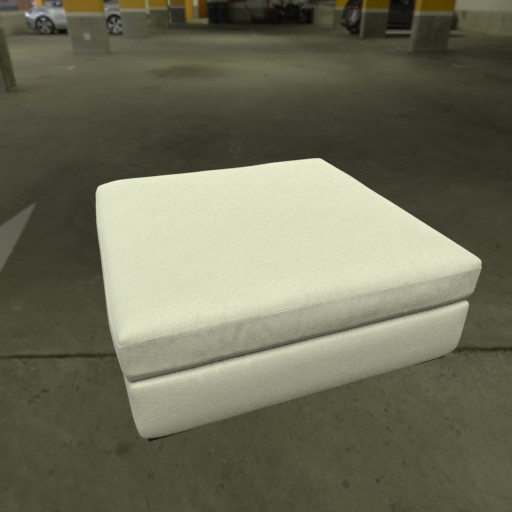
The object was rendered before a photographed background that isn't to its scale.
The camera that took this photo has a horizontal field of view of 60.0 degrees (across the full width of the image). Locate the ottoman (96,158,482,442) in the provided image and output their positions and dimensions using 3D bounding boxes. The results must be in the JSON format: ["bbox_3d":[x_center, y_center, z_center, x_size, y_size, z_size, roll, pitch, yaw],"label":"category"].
[{"bbox_3d":[0.000,0.000,1.781,1.163,0.482,1.167,-10,31,-17],"label":"ottoman"}]
